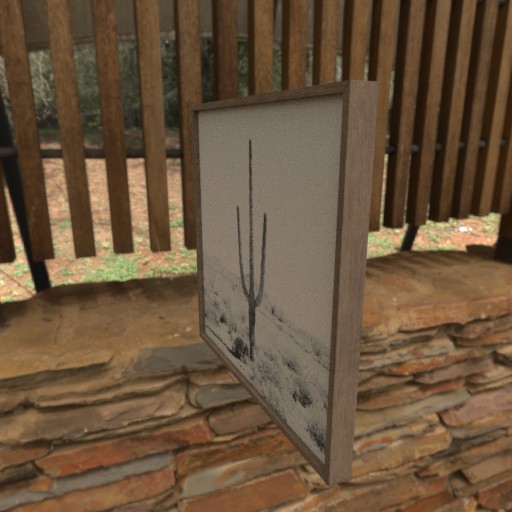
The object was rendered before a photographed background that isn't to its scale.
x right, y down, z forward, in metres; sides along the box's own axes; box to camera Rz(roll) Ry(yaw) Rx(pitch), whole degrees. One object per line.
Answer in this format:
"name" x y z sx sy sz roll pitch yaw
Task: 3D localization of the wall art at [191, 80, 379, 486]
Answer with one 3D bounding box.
"wall art" 0.000 0.000 0.751 0.038 0.508 0.508 -8 17 -26
